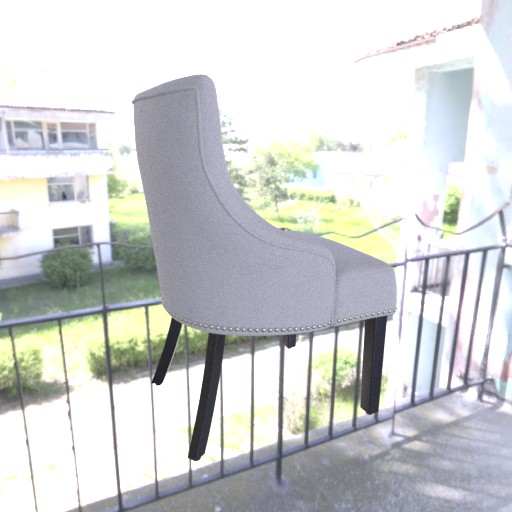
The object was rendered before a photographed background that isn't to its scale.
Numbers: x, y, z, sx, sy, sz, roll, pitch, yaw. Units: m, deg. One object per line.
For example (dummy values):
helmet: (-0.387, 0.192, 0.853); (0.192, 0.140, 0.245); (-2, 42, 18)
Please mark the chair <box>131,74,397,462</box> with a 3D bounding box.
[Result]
chair: (0.000, 0.000, 1.291); (0.629, 0.909, 0.566); (-7, 17, -25)
